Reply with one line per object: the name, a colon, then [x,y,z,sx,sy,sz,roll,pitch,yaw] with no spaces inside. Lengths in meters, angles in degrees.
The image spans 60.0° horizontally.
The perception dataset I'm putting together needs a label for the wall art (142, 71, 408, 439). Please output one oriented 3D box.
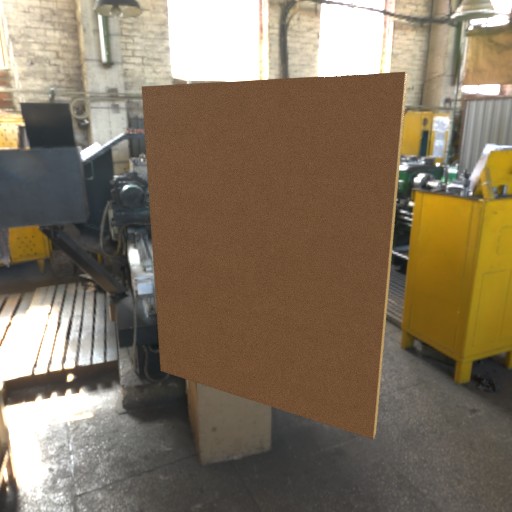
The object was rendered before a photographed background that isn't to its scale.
wall art: [0.000,0.000,1.355,0.798,1.002,0.030,9,18,27]
